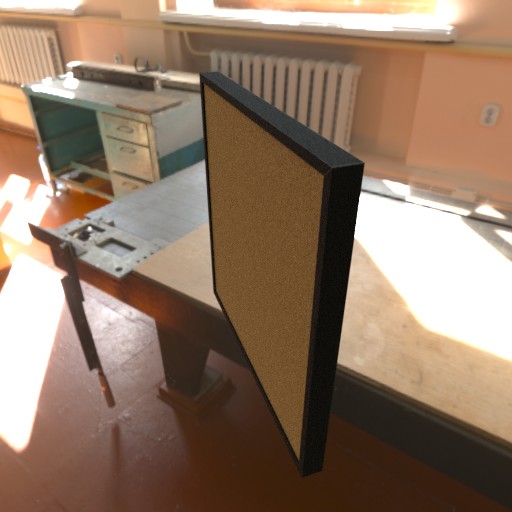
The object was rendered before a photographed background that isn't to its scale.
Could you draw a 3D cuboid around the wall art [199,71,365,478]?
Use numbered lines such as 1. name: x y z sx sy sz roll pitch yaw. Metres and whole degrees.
1. wall art: 0.000 0.000 0.755 0.036 0.506 0.506 -11 34 -17
